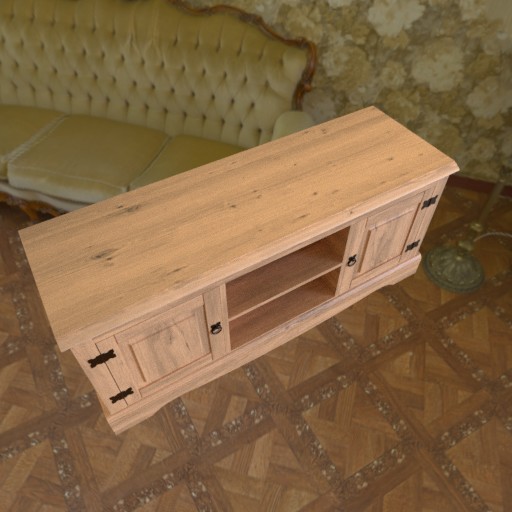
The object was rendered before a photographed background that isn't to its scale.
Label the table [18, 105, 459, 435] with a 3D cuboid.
[{"bbox_3d":[0.000,0.000,1.432,1.200,0.510,0.400,-24,53,-20],"label":"table"}]
